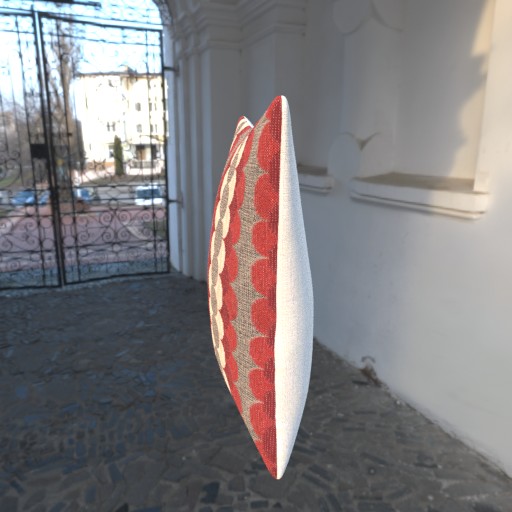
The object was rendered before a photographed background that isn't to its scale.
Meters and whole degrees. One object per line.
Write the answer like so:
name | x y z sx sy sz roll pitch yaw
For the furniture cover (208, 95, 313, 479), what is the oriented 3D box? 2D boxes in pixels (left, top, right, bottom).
furniture cover | 0.000 0.000 0.660 0.145 0.420 0.435 -2 14 -6
